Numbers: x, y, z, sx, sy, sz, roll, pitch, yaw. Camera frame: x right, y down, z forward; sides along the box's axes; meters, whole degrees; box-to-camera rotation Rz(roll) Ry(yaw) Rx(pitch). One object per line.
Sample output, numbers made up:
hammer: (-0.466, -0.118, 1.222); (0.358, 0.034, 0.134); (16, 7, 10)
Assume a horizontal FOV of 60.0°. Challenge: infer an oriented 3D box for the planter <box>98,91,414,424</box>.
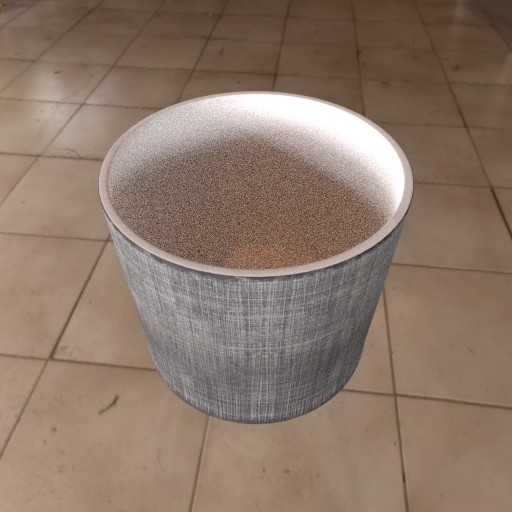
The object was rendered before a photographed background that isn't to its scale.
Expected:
planter: (0.000, 0.000, 0.313); (0.178, 0.157, 0.178); (0, 46, 0)
